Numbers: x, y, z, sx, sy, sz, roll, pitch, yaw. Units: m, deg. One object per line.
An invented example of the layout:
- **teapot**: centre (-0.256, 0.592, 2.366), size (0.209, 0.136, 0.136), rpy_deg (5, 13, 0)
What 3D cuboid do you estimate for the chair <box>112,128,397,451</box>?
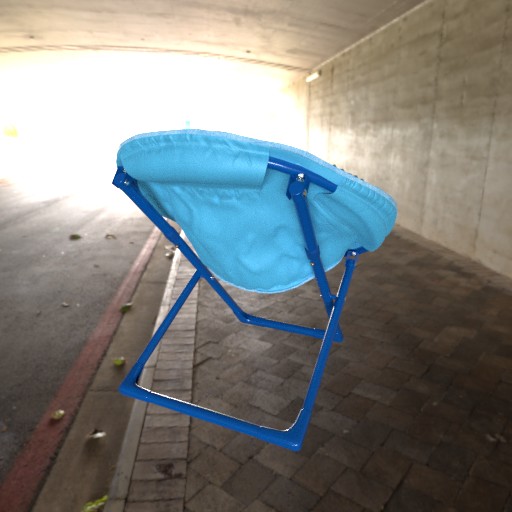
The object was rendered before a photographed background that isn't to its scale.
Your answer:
- **chair**: centre (0.000, 0.000, 0.875), size (0.520, 0.478, 0.465), rpy_deg (7, 17, 25)
